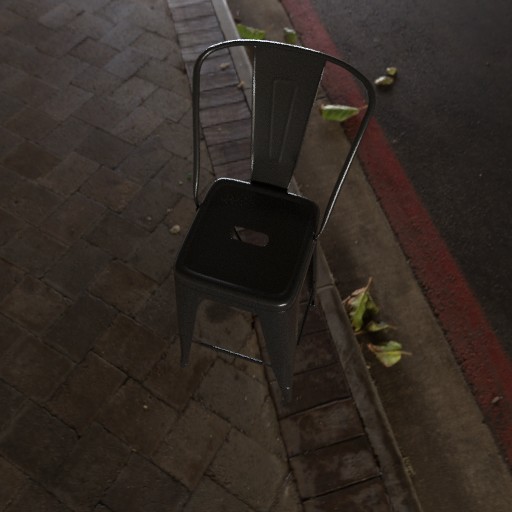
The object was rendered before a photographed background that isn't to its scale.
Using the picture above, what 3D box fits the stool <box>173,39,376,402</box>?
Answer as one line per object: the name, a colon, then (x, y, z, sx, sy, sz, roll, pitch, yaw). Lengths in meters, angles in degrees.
stool: (0.000, 0.000, 1.301, 0.432, 1.022, 0.528, 16, 61, 9)
